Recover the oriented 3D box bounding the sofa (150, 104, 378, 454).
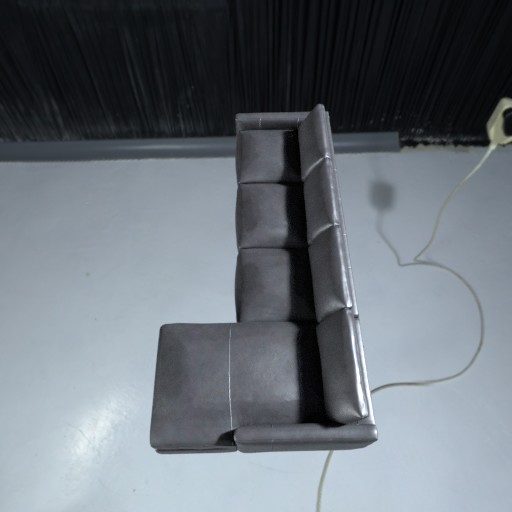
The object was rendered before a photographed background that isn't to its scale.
[{"bbox_3d":[0.000,0.000,3.699,1.471,0.859,2.993,-1,59,-1],"label":"sofa"}]
